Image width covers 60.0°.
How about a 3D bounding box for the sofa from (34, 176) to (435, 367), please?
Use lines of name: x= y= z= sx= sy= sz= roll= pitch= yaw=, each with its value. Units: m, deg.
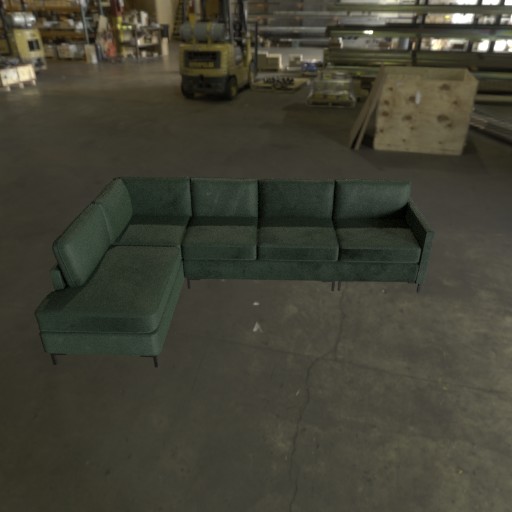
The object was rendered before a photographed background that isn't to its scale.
sofa: x=0.000 y=0.000 z=4.245 sx=3.384 sy=0.996 sz=2.048 roll=1 pitch=30 yaw=2
